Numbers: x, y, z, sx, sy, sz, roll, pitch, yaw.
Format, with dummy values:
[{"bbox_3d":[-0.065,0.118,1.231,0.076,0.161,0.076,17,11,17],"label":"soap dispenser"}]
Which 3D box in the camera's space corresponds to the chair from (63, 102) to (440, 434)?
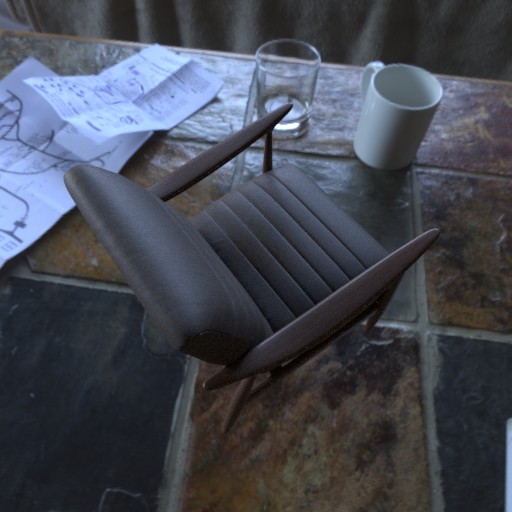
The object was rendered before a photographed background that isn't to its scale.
[{"bbox_3d":[0.000,0.000,1.425,0.798,0.831,0.741,-32,64,-18],"label":"chair"}]
